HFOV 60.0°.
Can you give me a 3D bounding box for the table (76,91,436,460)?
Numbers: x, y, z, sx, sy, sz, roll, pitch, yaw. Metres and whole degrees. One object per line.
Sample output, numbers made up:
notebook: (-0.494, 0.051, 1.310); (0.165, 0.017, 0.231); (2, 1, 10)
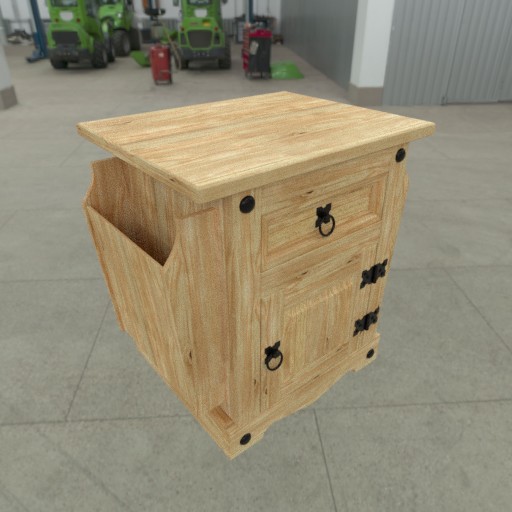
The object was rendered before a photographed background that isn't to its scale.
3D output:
table: (0.000, 0.000, 0.871); (0.530, 0.515, 0.380); (-22, 37, -33)
